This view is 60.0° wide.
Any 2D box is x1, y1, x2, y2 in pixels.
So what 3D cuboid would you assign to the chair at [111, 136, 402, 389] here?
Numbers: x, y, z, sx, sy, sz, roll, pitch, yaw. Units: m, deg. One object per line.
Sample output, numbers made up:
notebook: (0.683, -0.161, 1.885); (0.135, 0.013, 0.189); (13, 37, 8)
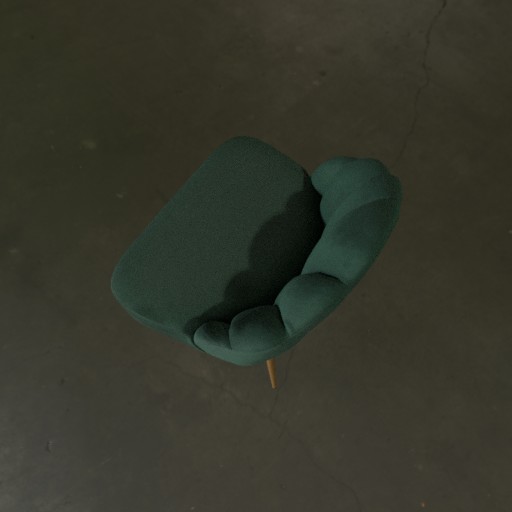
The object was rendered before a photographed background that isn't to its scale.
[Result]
chair: (0.000, 0.000, 1.268); (0.599, 0.819, 0.657); (30, 67, 14)
